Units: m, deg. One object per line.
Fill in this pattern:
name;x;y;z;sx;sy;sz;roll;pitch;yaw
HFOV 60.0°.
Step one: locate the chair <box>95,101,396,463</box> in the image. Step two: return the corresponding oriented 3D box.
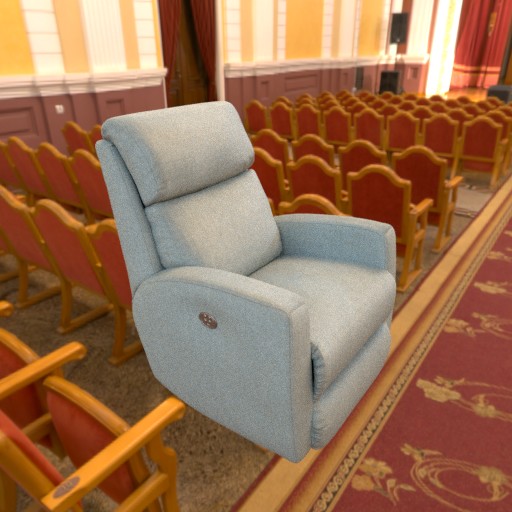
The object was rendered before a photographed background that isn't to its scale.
chair;0.000;0.000;1.651;0.940;1.016;0.794;18;31;32
